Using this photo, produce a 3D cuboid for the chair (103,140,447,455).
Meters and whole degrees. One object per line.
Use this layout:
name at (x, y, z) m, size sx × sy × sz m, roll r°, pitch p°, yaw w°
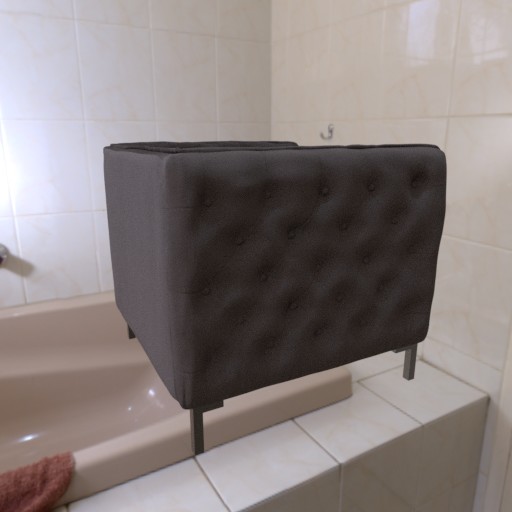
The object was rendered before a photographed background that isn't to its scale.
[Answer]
chair at (0.000, 0.000, 1.625) m, size 0.913 × 0.807 × 0.946 m, roll -8°, pitch 17°, yaw -27°
